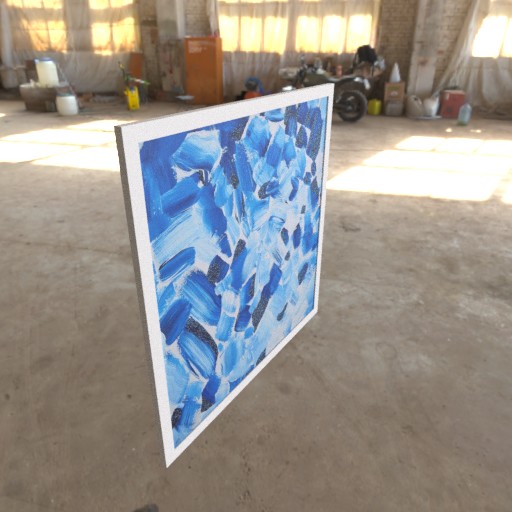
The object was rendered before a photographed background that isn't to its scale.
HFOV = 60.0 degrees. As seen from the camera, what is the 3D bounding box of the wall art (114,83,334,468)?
[{"bbox_3d":[0.000,0.000,0.978,0.015,0.660,0.660,17,31,30],"label":"wall art"}]
